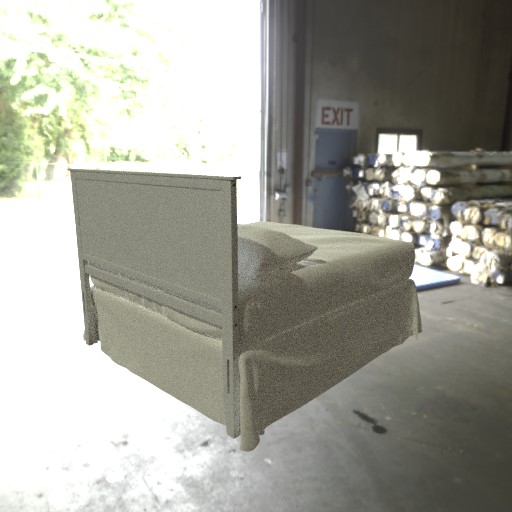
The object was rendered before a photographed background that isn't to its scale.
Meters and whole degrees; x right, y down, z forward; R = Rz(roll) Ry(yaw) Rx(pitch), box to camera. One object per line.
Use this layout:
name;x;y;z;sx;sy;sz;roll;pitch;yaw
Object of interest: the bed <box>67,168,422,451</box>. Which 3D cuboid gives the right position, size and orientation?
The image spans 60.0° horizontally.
bed;0.000;0.000;3.254;1.876;1.269;2.047;12;18;43
